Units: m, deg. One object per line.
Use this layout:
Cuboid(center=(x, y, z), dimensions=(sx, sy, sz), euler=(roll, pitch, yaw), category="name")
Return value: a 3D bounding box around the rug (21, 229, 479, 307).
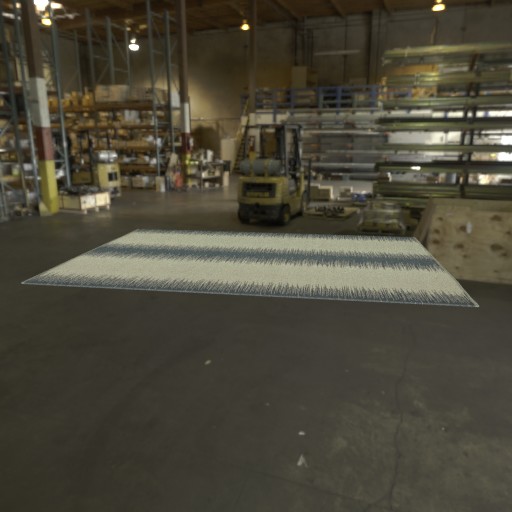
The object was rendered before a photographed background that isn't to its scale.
Cuboid(center=(0.000, 0.000, 2.348), dimensions=(1.854, 0.006, 1.234), euler=(2, 14, 8), category="rug")
